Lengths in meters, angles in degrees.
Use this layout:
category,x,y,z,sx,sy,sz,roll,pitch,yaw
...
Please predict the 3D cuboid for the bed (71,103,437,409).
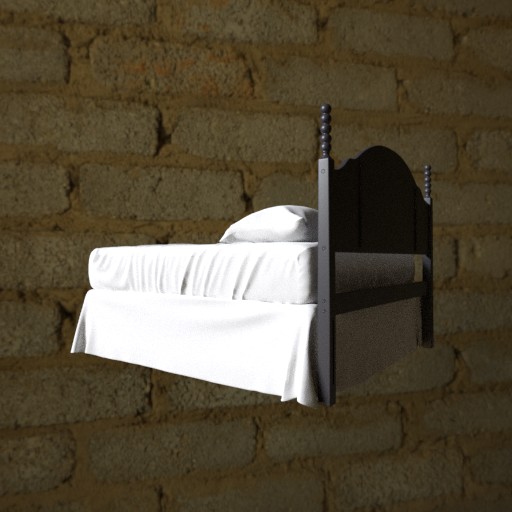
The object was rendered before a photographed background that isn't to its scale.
category,x,y,z,sx,sy,sz,roll,pitch,yaw
bed,0.000,0.000,3.217,2.040,1.356,1.873,0,-1,37
